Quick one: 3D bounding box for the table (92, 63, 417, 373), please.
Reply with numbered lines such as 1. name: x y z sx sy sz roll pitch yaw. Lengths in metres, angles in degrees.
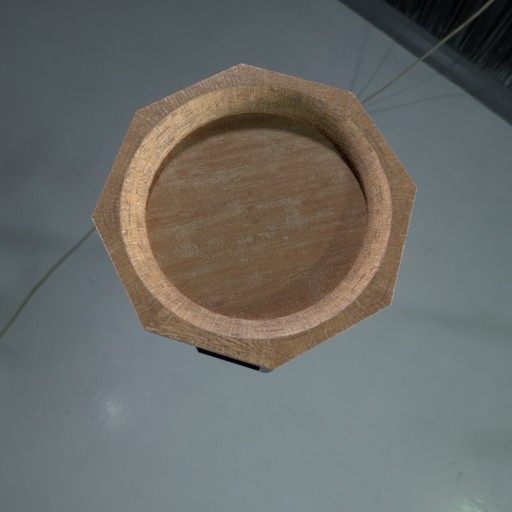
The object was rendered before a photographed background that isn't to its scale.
1. table: 0.000 0.000 0.857 0.437 0.553 0.437 38 78 10
